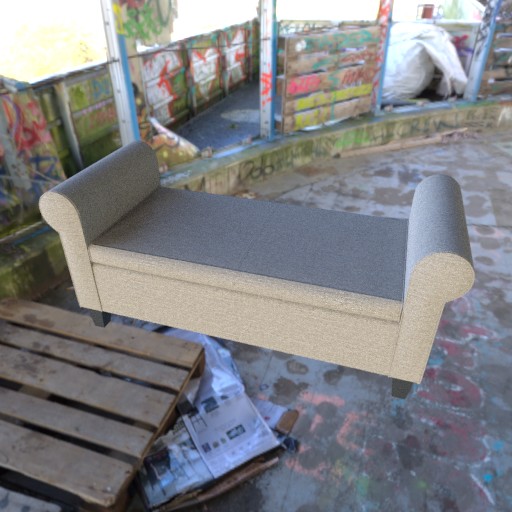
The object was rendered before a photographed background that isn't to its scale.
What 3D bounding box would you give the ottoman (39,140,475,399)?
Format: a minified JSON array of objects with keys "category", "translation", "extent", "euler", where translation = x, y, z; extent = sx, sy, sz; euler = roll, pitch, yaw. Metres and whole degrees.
[{"category":"ottoman","translation":[0.000,0.000,1.531],"extent":[1.256,0.547,0.521],"euler":[10,34,15]}]
